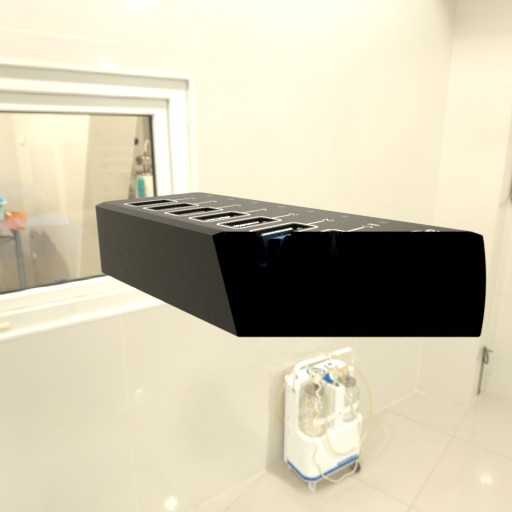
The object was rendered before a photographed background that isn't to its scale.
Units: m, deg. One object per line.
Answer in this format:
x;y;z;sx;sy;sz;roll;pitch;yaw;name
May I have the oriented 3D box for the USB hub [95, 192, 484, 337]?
0.000;0.000;0.124;0.044;0.023;0.110;-14;21;-42;USB hub
